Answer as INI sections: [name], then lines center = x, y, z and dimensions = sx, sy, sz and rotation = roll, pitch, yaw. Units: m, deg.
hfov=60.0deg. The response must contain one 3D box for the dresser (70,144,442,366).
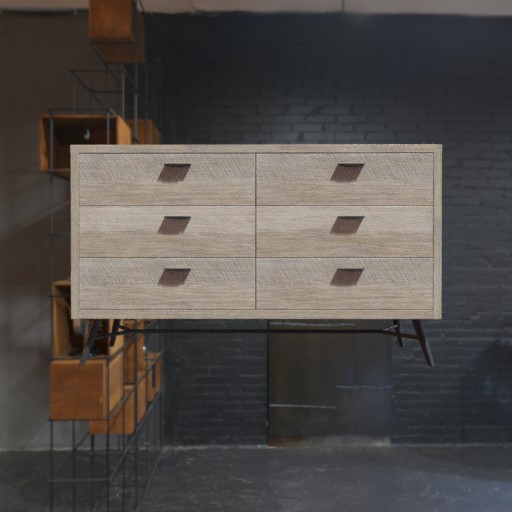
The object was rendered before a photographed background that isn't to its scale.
[dresser]
center = 0.000, 0.000, 2.031
dimensions = 1.524, 0.914, 0.457
rotation = 0, 0, 0
